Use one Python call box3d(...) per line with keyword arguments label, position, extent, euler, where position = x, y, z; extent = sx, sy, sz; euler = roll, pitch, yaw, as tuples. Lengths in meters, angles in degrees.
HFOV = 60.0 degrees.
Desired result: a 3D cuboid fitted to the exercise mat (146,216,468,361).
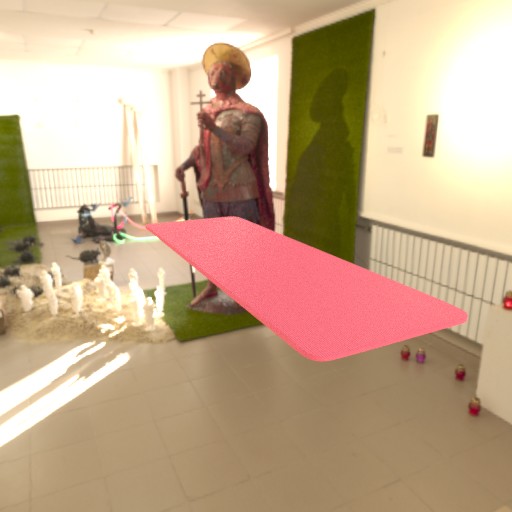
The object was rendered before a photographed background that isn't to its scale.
box3d(label="exercise mat", position=(0.000, 0.000, 2.070), extent=(0.616, 0.021, 1.884), euler=(-8, 18, -26))
